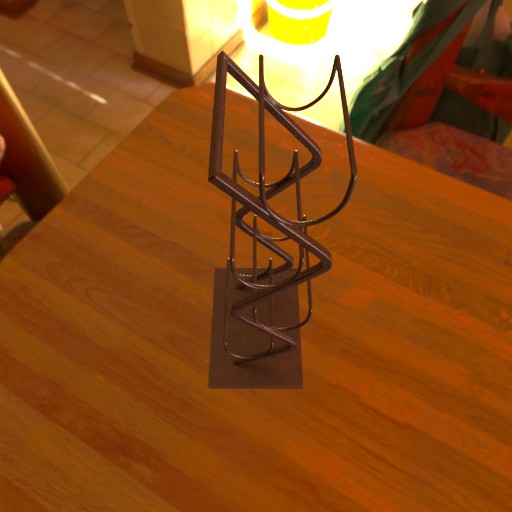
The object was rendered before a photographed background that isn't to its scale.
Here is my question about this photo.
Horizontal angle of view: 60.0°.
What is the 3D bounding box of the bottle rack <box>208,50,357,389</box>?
[{"bbox_3d":[0.000,0.000,0.663,0.178,0.559,0.254,0,59,0],"label":"bottle rack"}]
